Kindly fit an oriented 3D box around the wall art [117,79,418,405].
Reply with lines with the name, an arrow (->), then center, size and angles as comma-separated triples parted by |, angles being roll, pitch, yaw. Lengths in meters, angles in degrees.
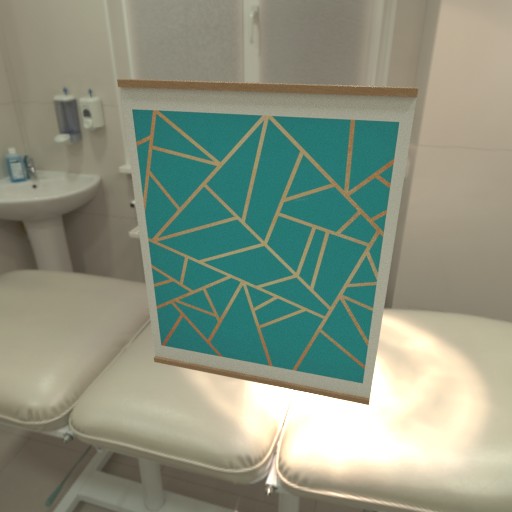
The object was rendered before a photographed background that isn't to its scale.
wall art -> 0.000, 0.000, 0.696 | 0.405, 0.508, 0.012 | 7, 28, 14
